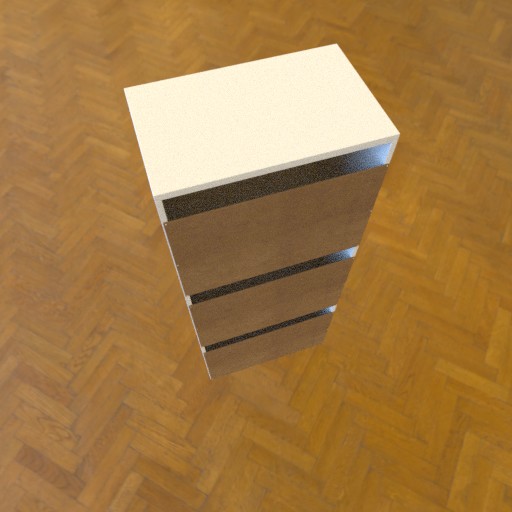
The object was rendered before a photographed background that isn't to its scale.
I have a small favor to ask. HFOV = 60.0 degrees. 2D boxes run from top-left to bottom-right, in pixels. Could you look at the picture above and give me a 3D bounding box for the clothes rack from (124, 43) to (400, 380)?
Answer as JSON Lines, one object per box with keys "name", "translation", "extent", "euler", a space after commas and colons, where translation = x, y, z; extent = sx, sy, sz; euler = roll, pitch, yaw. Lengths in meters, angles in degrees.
{"name": "clothes rack", "translation": [0.000, 0.000, 1.429], "extent": [0.500, 1.187, 0.331], "euler": [-16, 60, -9]}
